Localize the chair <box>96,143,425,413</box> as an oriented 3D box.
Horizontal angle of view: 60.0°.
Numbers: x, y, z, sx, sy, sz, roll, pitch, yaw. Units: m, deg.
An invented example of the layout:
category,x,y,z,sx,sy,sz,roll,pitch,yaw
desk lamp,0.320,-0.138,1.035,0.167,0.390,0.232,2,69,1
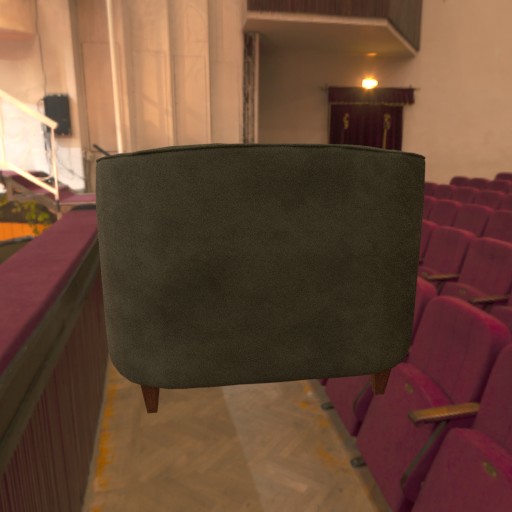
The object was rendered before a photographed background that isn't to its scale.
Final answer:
category,x,y,z,sx,sy,sz,roll,pitch,yaw
chair,0.000,0.000,1.755,1.104,0.852,0.941,-2,13,-8
